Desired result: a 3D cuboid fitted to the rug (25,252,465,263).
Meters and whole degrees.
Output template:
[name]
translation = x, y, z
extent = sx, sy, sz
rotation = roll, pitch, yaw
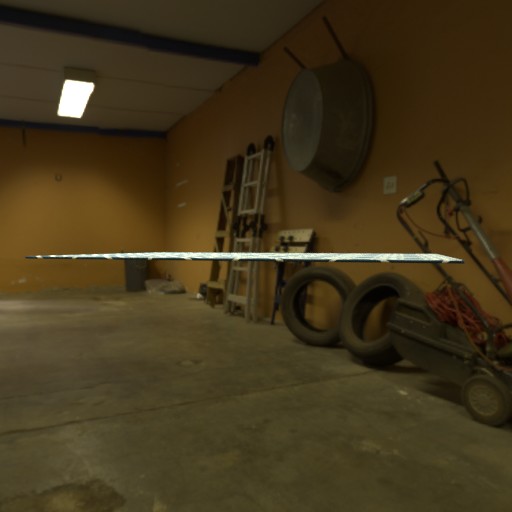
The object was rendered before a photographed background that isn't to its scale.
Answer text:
[rug]
translation = 0.000, 0.000, 2.203
extent = 1.753, 0.010, 1.143
rotation = 0, 1, 18
